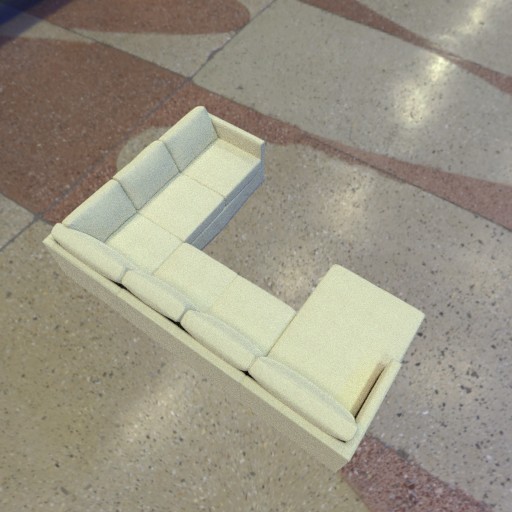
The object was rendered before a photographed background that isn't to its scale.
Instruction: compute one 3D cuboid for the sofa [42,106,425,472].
[{"bbox_3d":[0.000,0.000,4.545,3.464,0.882,2.448,30,63,18],"label":"sofa"}]
